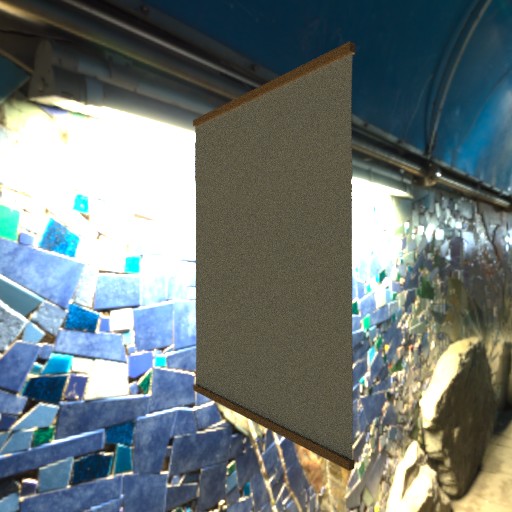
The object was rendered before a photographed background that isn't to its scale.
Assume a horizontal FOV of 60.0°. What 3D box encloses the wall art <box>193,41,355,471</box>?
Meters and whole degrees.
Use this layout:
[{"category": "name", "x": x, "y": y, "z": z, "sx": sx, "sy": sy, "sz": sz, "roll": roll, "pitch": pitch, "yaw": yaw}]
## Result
[{"category": "wall art", "x": 0.000, "y": 0.000, "z": 0.812, "sx": 0.011, "sy": 0.605, "sz": 0.458, "roll": 0, "pitch": 0, "yaw": -36}]
